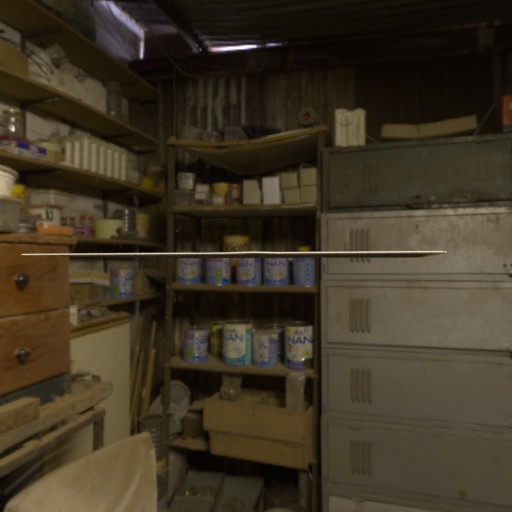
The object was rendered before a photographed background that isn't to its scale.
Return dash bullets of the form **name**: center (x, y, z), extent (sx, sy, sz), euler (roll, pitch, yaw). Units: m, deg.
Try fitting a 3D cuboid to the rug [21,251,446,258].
- **rug**: center (0.000, 0.000, 4.074), extent (3.009, 0.019, 2.423), euler (0, -1, 18)
